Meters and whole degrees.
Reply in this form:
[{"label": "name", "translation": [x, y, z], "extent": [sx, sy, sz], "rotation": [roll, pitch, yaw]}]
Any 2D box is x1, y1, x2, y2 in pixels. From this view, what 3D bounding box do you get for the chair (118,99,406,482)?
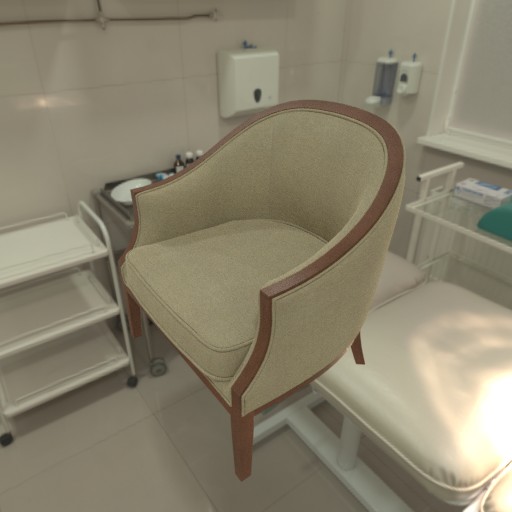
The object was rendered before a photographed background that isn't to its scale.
[{"label": "chair", "translation": [0.000, 0.000, 1.454], "extent": [0.735, 0.876, 0.803], "rotation": [-21, 36, -31]}]
